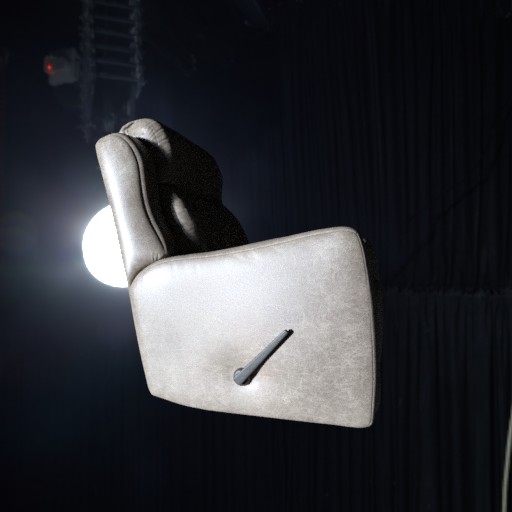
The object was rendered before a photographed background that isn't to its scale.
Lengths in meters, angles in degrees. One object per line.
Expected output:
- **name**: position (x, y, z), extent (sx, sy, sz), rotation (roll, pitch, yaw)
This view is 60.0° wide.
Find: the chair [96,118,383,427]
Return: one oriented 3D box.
- **chair**: position (0.000, 0.000, 1.938), extent (1.068, 1.116, 0.967), rotation (0, -1, 17)
